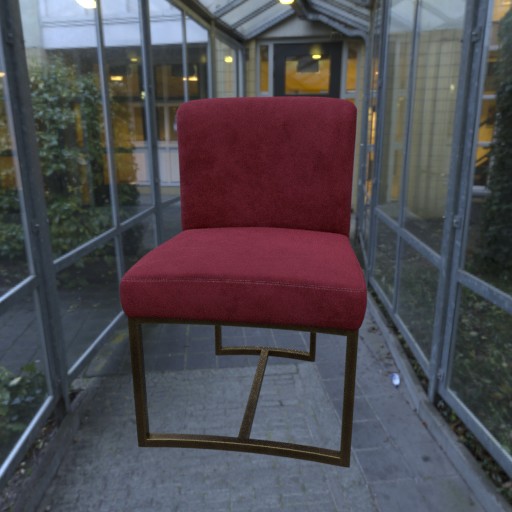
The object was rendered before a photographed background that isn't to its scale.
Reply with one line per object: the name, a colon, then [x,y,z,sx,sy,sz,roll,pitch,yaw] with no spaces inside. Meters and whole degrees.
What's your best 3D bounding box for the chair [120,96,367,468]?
chair: [0.000,0.000,1.161,0.530,0.824,0.560,2,15,8]
